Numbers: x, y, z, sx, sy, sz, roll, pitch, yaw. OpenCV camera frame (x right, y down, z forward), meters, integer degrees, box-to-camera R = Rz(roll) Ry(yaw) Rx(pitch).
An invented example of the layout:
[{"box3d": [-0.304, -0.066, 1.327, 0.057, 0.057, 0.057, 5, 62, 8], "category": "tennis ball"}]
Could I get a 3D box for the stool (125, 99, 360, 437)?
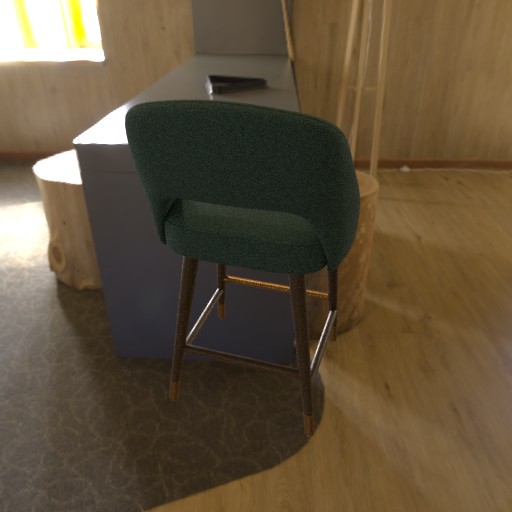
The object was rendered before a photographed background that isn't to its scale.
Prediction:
[{"box3d": [0.000, 0.000, 1.248, 0.536, 0.939, 0.522, 9, 32, 15], "category": "stool"}]
